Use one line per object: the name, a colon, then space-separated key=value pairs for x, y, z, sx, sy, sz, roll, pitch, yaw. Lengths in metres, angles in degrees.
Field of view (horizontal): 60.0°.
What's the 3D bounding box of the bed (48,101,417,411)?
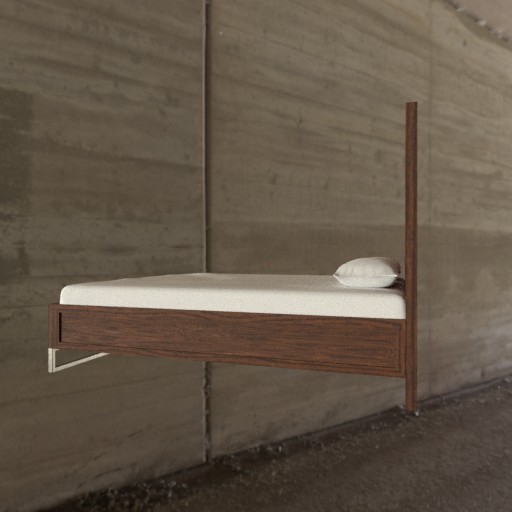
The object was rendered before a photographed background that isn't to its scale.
bed: x=0.000 y=0.000 z=3.311 sx=2.218 sy=1.487 sz=1.765 roll=0 pitch=0 yaw=18
